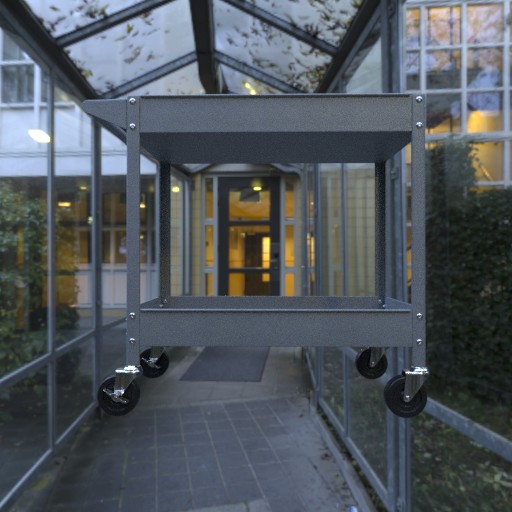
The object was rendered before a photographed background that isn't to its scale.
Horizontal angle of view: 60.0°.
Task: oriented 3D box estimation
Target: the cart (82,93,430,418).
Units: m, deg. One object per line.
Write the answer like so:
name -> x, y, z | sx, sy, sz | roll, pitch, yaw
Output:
cart -> 0.000, 0.000, 1.148 | 0.779, 0.719, 0.366 | 0, 0, 1
